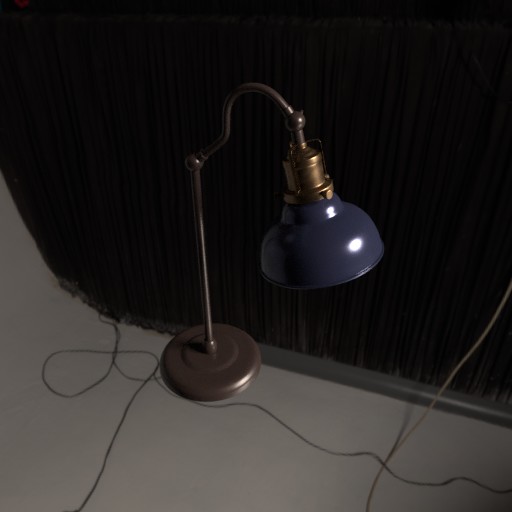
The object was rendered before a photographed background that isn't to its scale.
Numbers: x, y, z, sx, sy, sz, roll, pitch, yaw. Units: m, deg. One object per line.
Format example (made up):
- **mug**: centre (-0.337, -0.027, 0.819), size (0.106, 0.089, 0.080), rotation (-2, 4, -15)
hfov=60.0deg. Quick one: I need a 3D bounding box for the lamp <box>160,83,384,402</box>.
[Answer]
- **lamp**: centre (0.000, 0.000, 0.688), size (0.374, 0.508, 0.192), rotation (10, 33, 16)
